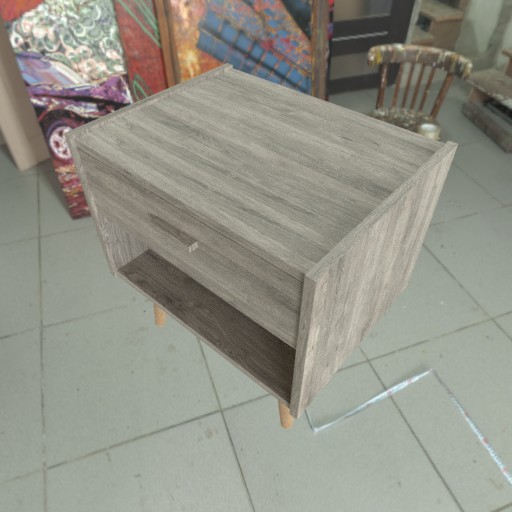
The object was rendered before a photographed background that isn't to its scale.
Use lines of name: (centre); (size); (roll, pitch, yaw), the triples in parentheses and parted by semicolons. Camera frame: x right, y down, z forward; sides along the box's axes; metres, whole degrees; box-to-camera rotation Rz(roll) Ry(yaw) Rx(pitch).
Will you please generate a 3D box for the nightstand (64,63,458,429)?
nightstand: (0.000, 0.000, 0.854); (0.480, 0.500, 0.380); (31, 52, 28)
